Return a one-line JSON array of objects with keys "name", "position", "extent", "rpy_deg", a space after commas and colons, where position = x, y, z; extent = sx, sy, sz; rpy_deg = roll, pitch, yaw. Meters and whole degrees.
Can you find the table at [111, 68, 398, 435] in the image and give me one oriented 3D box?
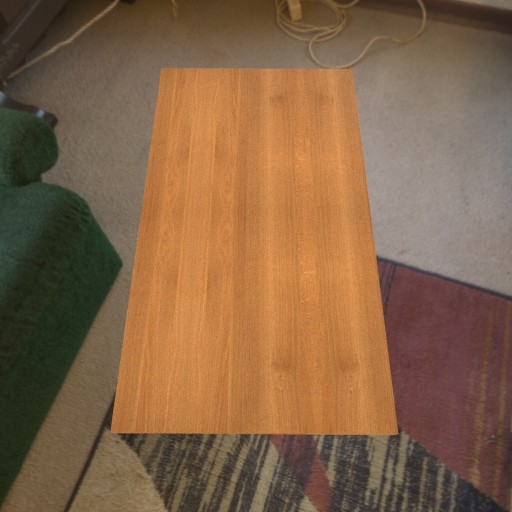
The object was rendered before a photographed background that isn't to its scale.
[{"name": "table", "position": [0.000, 0.000, 2.074], "extent": [0.900, 0.750, 1.600], "rpy_deg": [0, 64, 0]}]
